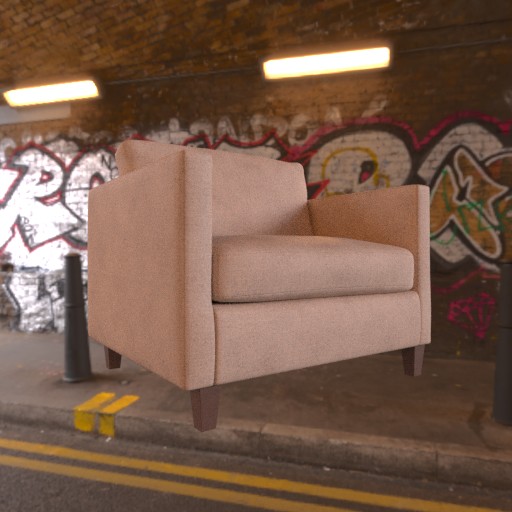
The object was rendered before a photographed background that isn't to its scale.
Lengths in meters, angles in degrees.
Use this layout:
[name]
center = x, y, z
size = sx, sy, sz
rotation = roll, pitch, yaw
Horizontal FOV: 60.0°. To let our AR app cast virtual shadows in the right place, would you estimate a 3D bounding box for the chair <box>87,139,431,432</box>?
[chair]
center = 0.000, 0.000, 1.832
size = 1.133, 0.961, 0.959
rotation = 0, 0, -35
